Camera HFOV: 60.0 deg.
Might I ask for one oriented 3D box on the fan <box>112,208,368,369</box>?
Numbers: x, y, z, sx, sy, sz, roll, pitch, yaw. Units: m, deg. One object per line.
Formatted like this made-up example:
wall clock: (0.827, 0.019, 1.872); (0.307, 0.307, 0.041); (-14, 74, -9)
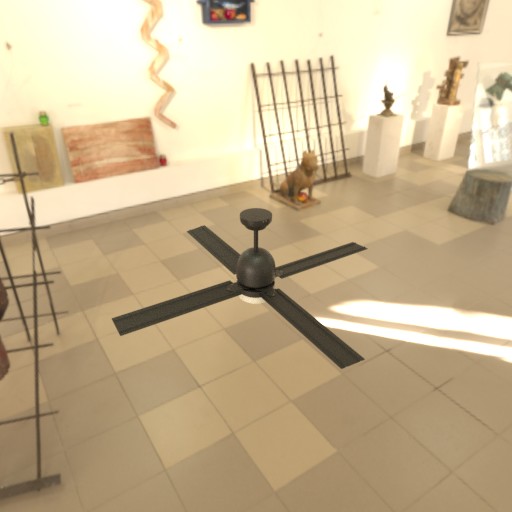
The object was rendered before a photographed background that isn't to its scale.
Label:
fan: (0.000, 0.000, 2.007); (1.319, 0.410, 1.319); (-18, 34, -29)
